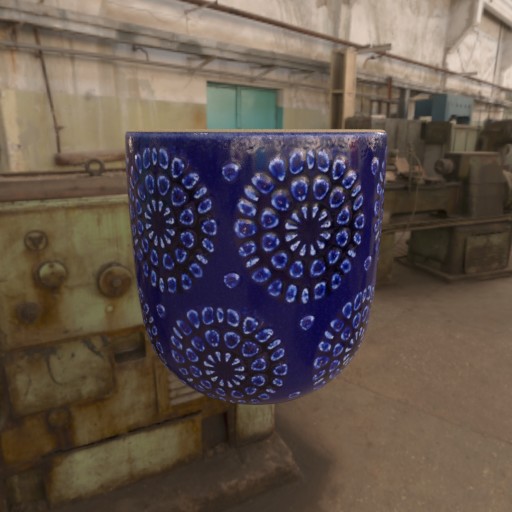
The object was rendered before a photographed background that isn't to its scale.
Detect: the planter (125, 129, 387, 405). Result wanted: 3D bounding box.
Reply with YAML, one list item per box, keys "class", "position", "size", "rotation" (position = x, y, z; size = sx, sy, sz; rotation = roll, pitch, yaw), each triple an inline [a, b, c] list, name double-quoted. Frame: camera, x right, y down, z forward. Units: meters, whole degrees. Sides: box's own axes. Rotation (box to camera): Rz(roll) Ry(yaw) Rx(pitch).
- class: "planter"
  position: [0.000, 0.000, 0.204]
  size: [0.109, 0.112, 0.109]
  rotation: [0, 16, 0]
